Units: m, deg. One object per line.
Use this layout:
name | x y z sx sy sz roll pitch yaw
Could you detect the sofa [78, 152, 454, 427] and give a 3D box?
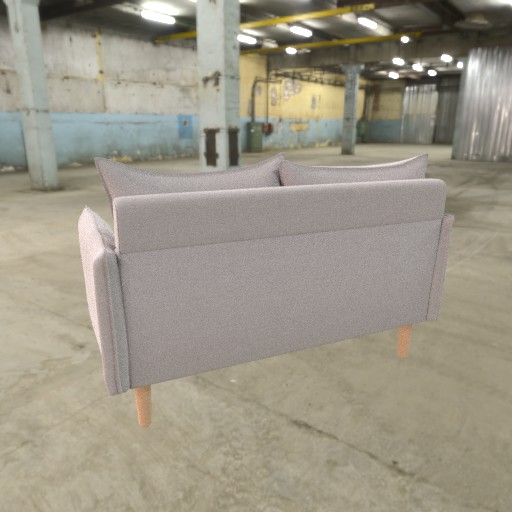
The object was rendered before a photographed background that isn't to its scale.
sofa | 0.000 0.000 1.799 1.300 0.840 0.820 -7 17 -24
